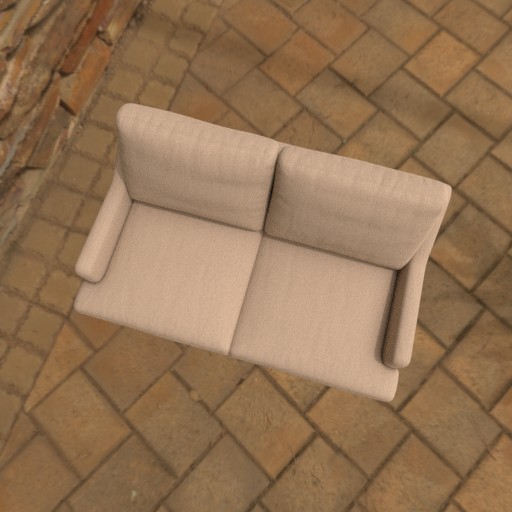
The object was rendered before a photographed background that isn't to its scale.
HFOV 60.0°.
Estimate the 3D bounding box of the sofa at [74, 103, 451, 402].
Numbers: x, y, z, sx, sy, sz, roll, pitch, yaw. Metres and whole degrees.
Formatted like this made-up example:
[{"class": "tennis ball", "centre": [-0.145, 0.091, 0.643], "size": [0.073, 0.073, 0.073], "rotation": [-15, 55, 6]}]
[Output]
[{"class": "sofa", "centre": [0.000, 0.000, 2.192], "size": [1.619, 0.910, 1.004], "rotation": [15, 75, 4]}]
